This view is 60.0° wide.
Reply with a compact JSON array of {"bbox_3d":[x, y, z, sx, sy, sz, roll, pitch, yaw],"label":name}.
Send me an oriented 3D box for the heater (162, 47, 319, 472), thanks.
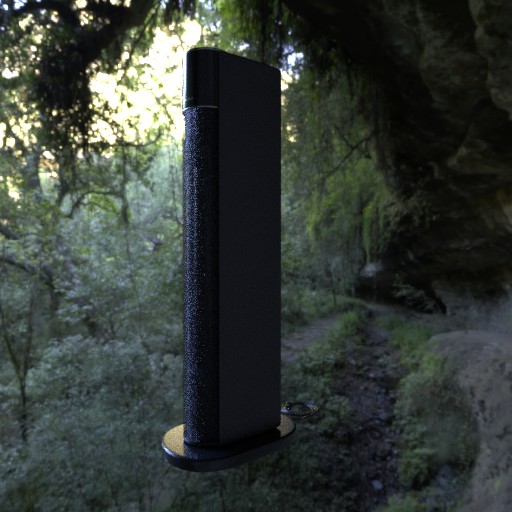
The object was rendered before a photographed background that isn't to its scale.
[{"bbox_3d":[0.000,0.000,1.040,0.458,0.856,0.214,-1,1,-34],"label":"heater"}]
